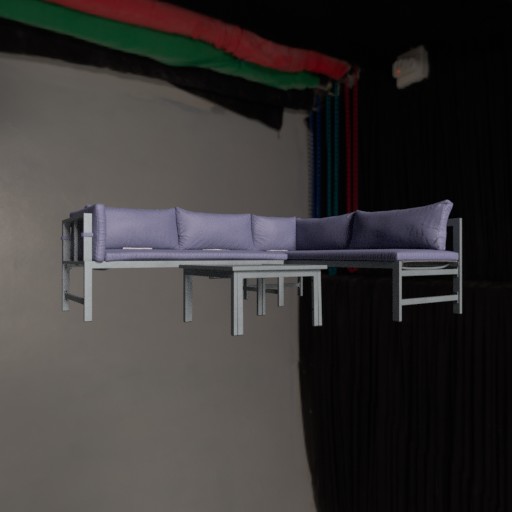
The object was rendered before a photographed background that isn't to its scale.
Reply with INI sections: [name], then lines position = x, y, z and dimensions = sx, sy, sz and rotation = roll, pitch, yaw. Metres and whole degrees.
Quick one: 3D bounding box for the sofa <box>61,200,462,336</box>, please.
[sofa]
position = 0.000, 0.000, 2.988
dimensions = 2.149, 0.762, 1.658
rotation = 0, 0, -34
